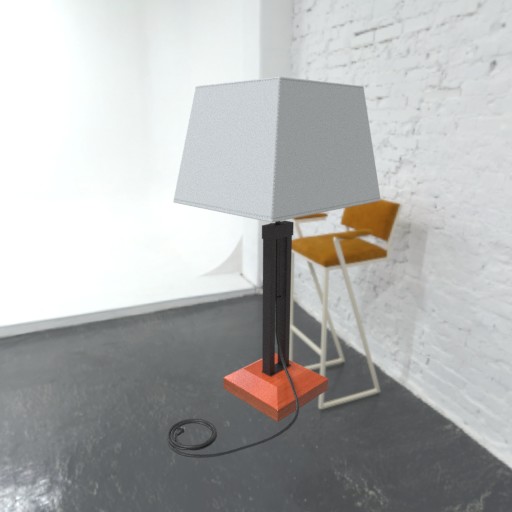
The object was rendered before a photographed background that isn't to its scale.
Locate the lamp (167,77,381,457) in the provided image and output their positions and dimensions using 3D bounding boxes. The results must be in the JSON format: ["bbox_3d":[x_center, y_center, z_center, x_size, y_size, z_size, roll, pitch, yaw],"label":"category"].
[{"bbox_3d":[0.000,0.000,0.987,0.498,0.737,0.310,-15,22,-41],"label":"lamp"}]
